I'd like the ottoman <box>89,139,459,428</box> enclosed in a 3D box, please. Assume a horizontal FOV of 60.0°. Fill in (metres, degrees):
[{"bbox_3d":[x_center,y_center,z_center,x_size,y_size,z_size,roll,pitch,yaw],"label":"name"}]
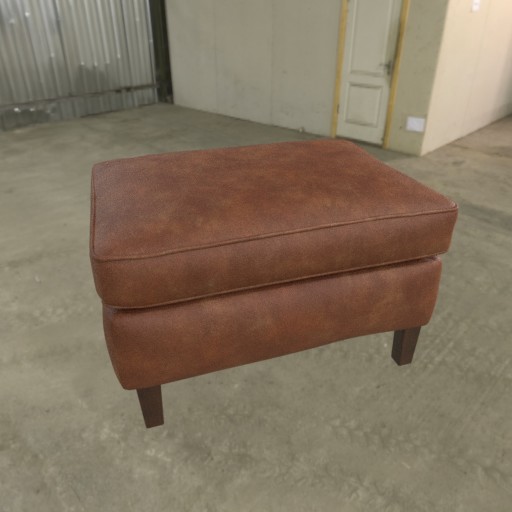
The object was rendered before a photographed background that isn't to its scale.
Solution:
[{"bbox_3d":[0.000,0.000,0.996,0.665,0.418,0.501,-9,32,-15],"label":"ottoman"}]
